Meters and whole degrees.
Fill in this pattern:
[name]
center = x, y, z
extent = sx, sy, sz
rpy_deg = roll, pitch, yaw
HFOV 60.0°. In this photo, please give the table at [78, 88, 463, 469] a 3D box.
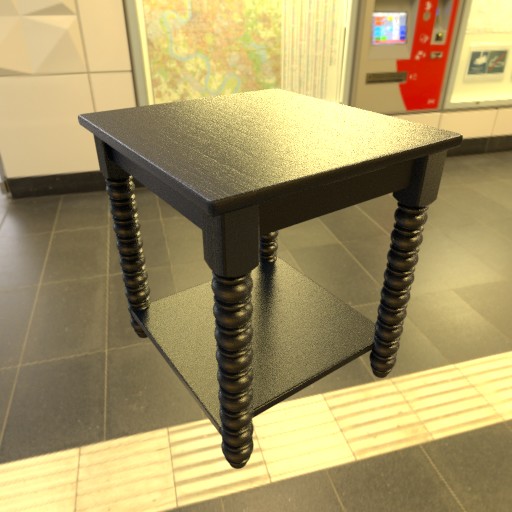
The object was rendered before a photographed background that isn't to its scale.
[table]
center = 0.000, 0.000, 0.962
extent = 0.500, 0.567, 0.533
rpy_deg = -20, 36, -30
